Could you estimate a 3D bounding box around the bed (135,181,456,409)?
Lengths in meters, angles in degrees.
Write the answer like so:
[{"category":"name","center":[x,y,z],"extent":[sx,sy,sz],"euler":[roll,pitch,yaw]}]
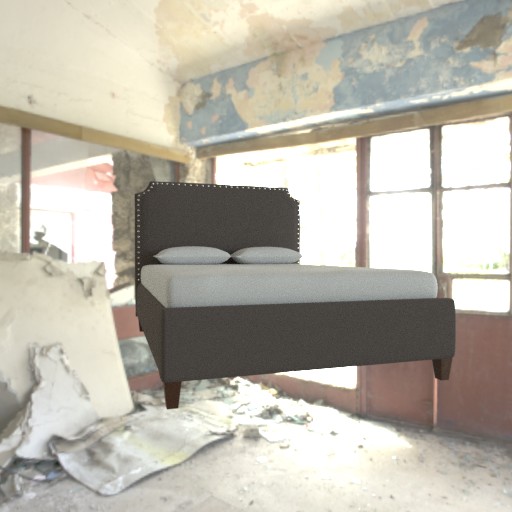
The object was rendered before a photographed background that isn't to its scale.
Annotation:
[{"category":"bed","center":[0.000,0.000,3.431],"extent":[1.713,1.443,2.372],"euler":[0,0,-18]}]
